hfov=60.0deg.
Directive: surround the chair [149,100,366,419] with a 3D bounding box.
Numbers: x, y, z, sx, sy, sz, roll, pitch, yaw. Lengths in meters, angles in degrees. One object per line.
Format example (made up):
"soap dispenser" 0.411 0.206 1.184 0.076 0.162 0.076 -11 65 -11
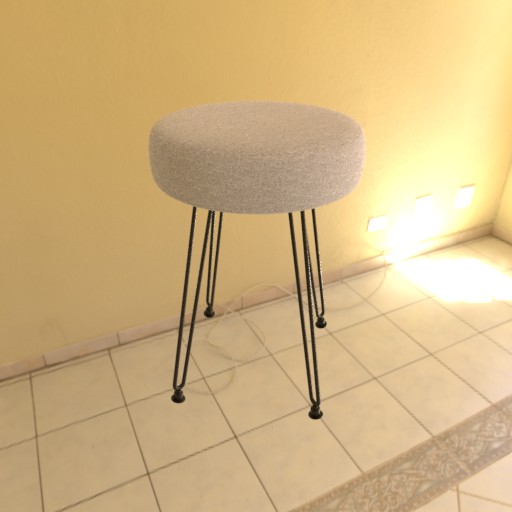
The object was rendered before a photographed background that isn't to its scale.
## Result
"chair" 0.000 0.000 0.715 0.350 0.440 0.350 -21 36 -31
